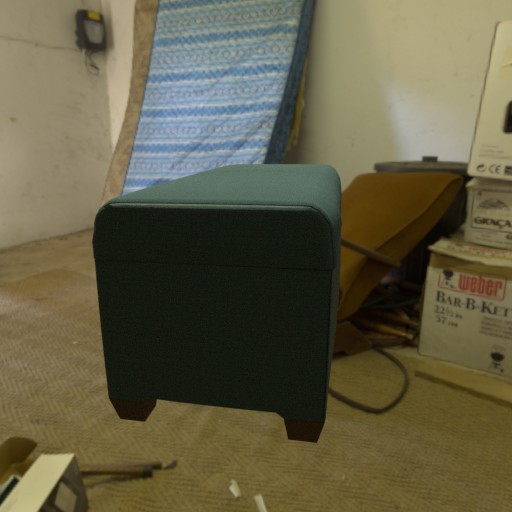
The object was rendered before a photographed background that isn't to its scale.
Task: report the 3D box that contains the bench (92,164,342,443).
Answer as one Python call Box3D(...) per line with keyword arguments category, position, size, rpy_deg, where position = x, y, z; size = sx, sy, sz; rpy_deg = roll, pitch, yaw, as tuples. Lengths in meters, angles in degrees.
Box3D(category="bench", position=(0.000, 0.000, 1.271), size=(0.476, 0.474, 0.995), rpy_deg=(3, 16, 10))
